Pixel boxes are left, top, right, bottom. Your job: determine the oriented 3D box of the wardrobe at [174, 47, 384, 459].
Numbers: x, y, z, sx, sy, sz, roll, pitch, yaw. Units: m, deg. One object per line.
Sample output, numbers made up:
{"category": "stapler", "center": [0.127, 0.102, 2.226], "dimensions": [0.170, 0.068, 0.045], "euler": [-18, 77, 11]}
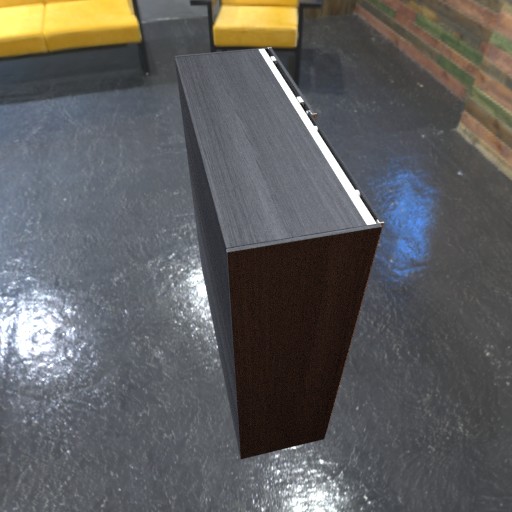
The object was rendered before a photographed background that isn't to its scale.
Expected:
{"category": "wardrobe", "center": [0.000, 0.000, 2.909], "dimensions": [0.629, 1.960, 1.780], "euler": [-10, 46, -9]}
